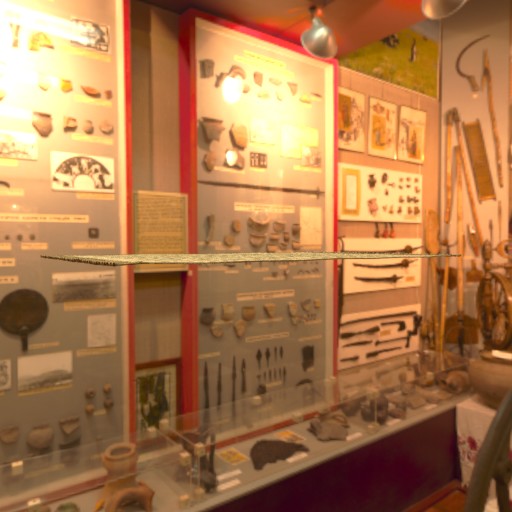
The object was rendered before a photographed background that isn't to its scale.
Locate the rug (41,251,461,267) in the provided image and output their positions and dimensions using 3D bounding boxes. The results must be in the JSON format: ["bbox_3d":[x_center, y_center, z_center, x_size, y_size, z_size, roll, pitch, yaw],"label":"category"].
[{"bbox_3d":[0.000,0.000,2.994,2.431,0.025,1.530,-1,2,-35],"label":"rug"}]
